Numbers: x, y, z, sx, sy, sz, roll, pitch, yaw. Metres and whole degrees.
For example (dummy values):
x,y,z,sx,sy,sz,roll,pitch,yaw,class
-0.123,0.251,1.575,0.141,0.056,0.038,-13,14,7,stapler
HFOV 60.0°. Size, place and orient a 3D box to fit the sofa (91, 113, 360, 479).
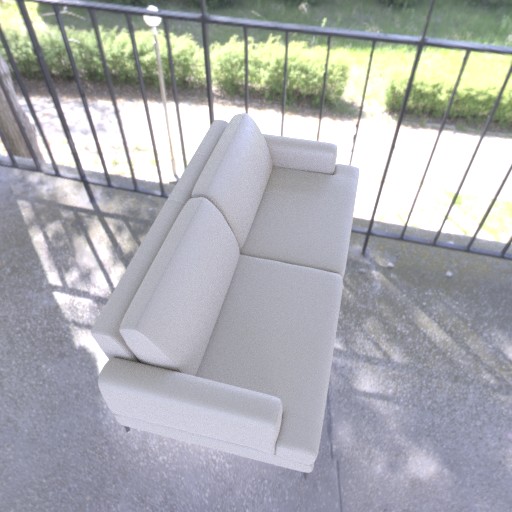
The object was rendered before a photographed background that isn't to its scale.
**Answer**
x,y,z,sx,sy,sz,roll,pitch,yaw,class
0.000,0.000,2.418,0.974,0.765,1.940,10,48,9,sofa
